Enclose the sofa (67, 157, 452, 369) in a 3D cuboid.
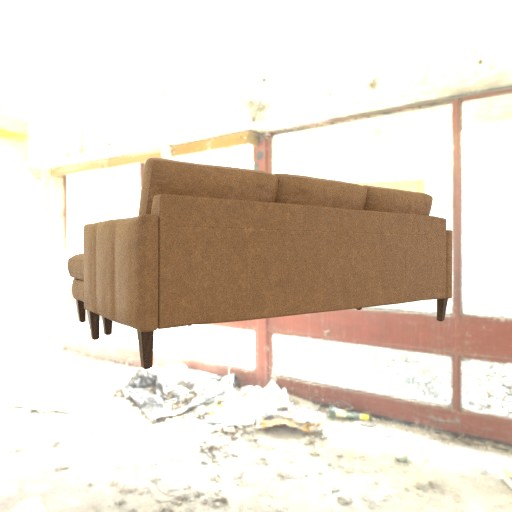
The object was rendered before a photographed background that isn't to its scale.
[{"bbox_3d":[0.000,0.000,2.931,2.178,0.876,1.506,0,1,-36],"label":"sofa"}]
